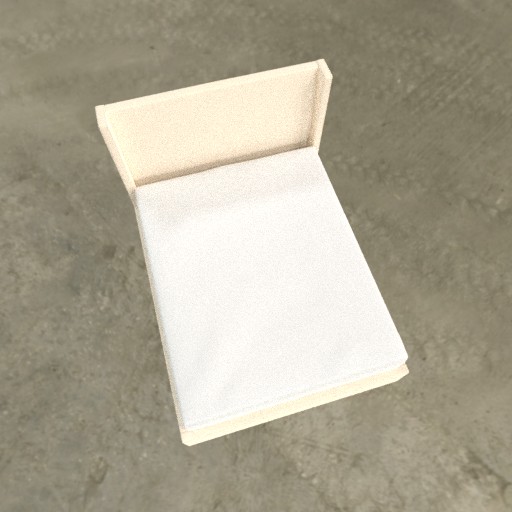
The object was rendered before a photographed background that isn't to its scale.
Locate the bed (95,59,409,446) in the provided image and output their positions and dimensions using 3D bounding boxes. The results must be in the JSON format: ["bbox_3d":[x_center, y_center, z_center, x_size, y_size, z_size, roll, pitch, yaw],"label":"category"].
[{"bbox_3d":[0.000,0.000,3.474,1.765,1.471,2.280,-15,64,-7],"label":"bed"}]
